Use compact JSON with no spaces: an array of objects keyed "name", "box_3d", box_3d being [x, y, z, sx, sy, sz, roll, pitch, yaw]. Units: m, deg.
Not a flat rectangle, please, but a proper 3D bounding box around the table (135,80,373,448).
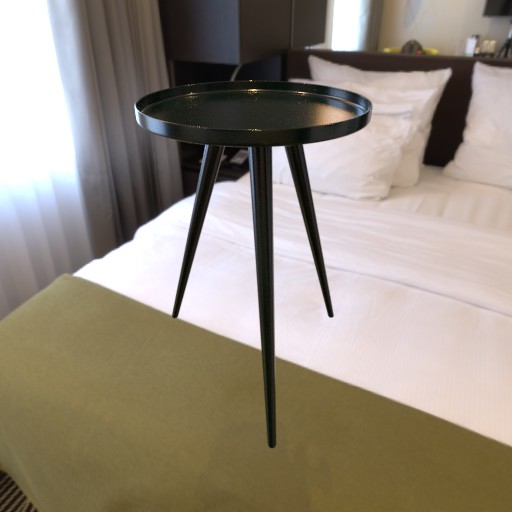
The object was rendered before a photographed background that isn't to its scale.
[{"name":"table","box_3d":[0.000,0.000,0.822,0.403,0.548,0.415,-1,30,-2]}]
